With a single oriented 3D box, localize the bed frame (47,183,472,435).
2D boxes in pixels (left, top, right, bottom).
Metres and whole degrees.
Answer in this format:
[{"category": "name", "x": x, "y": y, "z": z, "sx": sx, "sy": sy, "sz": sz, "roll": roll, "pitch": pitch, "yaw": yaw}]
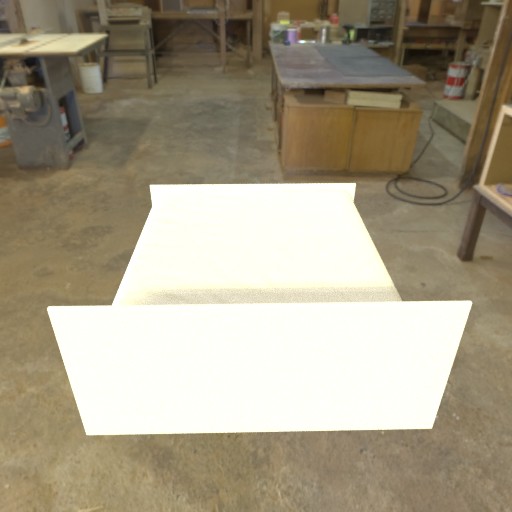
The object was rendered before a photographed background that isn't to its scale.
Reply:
[{"category": "bed frame", "x": 0.000, "y": 0.000, "z": 2.877, "sx": 1.720, "sy": 0.800, "sz": 2.060, "roll": -1, "pitch": 32, "yaw": -1}]
